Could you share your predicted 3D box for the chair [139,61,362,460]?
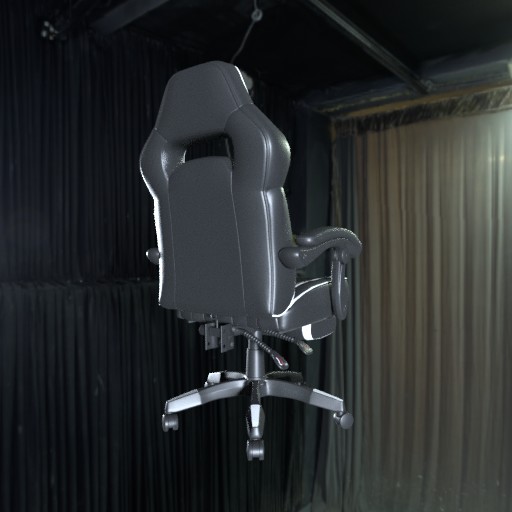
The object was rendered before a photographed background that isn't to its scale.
[{"bbox_3d":[0.000,0.000,1.648,0.676,1.200,0.700,0,1,35],"label":"chair"}]
